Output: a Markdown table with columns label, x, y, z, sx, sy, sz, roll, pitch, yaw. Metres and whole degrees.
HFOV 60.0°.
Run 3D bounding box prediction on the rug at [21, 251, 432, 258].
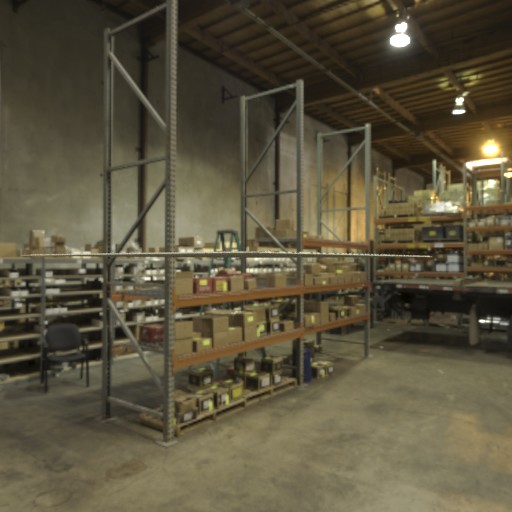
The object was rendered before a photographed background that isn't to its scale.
| label | x | y | z | sx | sy | sz | roll | pitch | yaw |
| --- | --- | --- | --- | --- | --- | --- | --- | --- | --- |
| rug | 0.000 | 0.000 | 2.029 | 1.146 | 0.006 | 1.556 | 0 | -1 | 36 |
